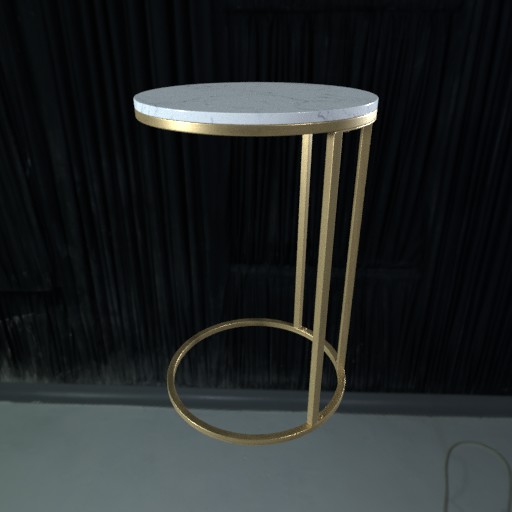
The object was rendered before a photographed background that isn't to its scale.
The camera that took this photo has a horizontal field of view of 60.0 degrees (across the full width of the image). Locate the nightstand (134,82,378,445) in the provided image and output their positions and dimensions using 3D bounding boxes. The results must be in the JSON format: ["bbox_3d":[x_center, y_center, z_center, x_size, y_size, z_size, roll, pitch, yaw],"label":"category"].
[{"bbox_3d":[0.000,0.000,0.883,0.400,0.610,0.400,0,27,0],"label":"nightstand"}]
